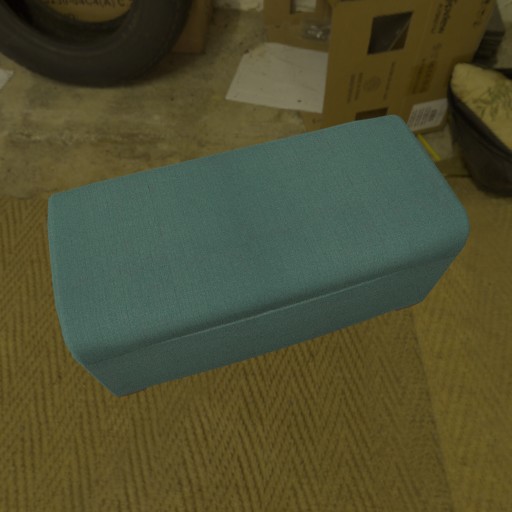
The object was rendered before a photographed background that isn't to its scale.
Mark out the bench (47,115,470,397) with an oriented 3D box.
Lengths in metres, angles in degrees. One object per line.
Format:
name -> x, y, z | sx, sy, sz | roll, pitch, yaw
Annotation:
bench -> 0.000, 0.000, 1.267 | 0.995, 0.474, 0.476 | -15, 60, -9
